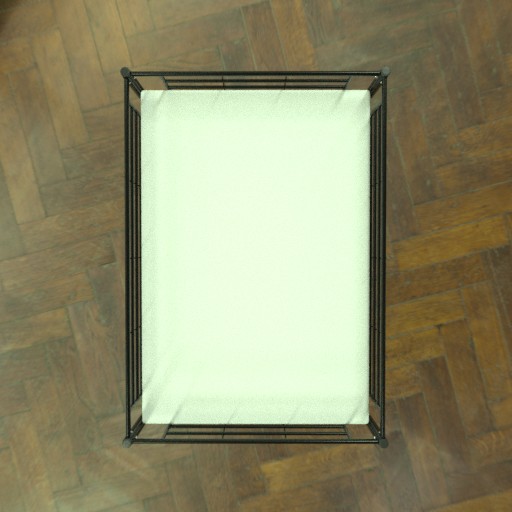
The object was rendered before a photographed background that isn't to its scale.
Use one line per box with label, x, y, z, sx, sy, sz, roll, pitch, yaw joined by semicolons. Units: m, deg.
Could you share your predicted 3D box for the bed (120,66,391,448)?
bed;0.000;0.000;3.204;1.397;1.803;1.994;0;91;0
